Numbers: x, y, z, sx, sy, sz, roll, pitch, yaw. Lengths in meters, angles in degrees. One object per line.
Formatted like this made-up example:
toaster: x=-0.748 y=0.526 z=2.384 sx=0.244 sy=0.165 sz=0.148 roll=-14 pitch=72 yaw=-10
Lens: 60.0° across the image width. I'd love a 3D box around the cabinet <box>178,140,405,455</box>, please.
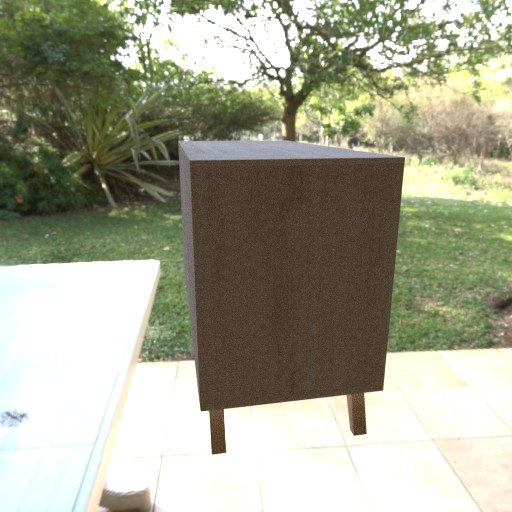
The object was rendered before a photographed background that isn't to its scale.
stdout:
cabinet: x=0.000 y=0.000 z=1.626 sx=0.500 sy=0.780 sz=1.110 roll=-3 pitch=17 yaw=-10
